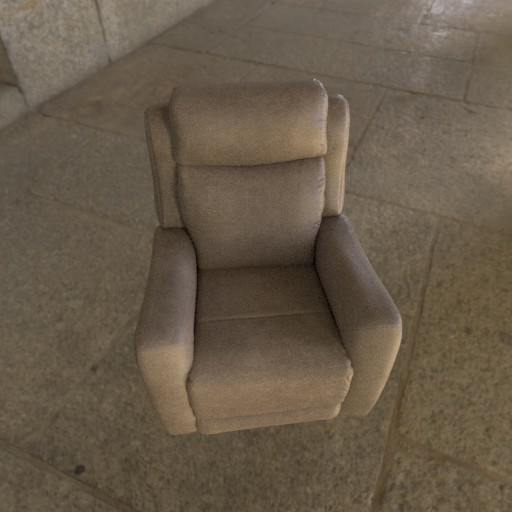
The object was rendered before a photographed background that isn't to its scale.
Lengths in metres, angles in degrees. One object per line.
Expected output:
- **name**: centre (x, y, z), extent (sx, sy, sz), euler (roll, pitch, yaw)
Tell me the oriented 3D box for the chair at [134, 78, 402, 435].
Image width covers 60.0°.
- **chair**: centre (0.000, 0.000, 1.883), extent (0.967, 1.116, 1.068), euler (-4, 46, -4)
